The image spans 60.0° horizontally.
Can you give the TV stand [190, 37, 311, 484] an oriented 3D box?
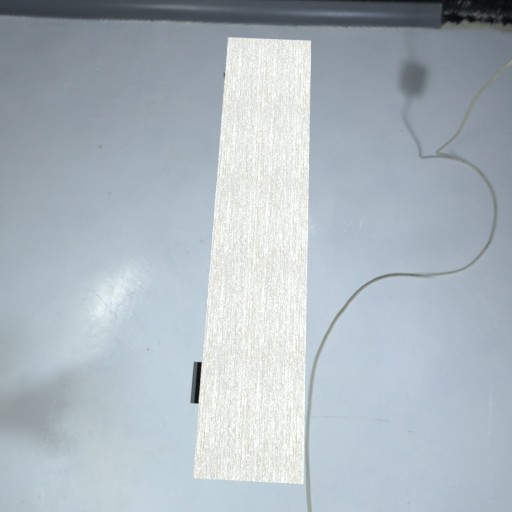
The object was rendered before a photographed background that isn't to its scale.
[{"bbox_3d":[0.000,0.000,2.119,0.405,0.787,1.804,3,74,1],"label":"TV stand"}]
